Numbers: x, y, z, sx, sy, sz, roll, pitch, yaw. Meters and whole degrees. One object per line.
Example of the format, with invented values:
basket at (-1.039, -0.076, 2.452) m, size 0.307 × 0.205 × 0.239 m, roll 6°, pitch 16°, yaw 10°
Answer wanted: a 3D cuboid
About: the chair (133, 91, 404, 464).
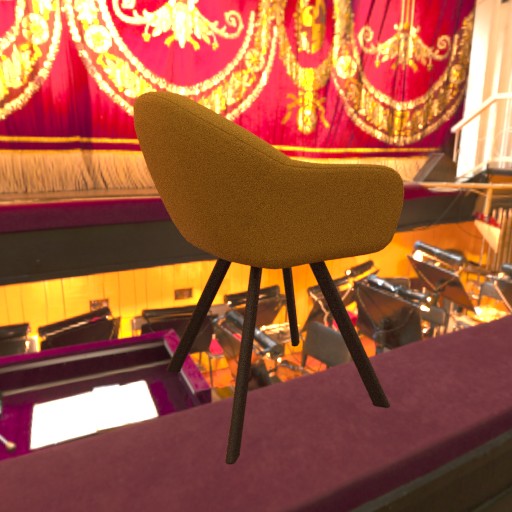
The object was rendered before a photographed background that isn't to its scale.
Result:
chair at (0.000, 0.000, 1.147) m, size 0.565 × 0.775 × 0.545 m, roll -7°, pitch 15°, yaw -26°
